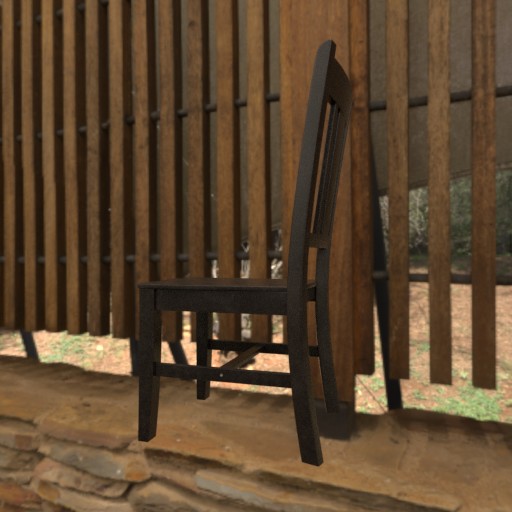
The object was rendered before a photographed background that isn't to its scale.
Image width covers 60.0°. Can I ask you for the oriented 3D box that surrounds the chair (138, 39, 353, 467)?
[{"bbox_3d":[0.000,0.000,1.307,0.555,0.998,0.450,0,0,18],"label":"chair"}]
